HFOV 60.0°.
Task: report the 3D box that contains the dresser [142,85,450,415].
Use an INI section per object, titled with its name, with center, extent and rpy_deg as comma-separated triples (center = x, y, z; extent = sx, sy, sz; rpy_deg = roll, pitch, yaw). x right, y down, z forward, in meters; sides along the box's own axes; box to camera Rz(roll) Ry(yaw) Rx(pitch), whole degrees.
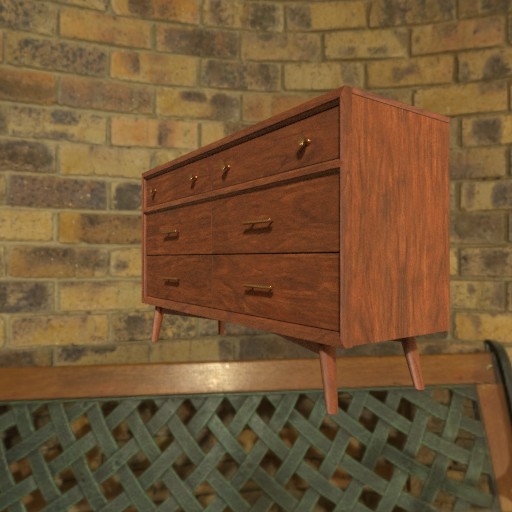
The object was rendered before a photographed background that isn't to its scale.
[dresser]
center = 0.000, 0.000, 1.891
extent = 0.500, 0.889, 1.472
rpy_deg = 0, 0, -35
